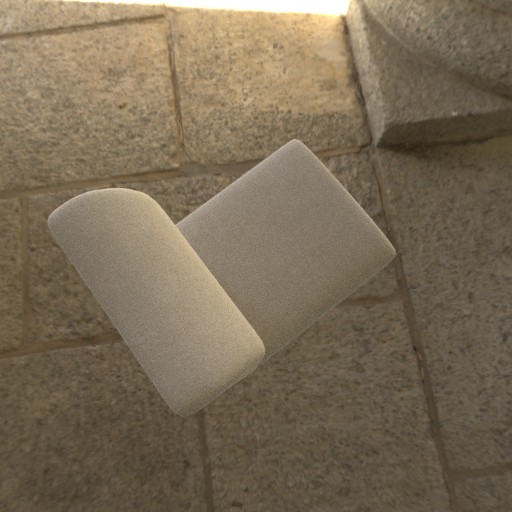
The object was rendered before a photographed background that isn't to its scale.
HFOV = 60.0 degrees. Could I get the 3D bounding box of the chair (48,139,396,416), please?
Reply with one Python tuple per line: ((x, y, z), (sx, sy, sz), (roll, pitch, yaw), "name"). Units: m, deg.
((0.000, 0.000, 1.331), (0.754, 0.833, 0.521), (-36, 78, -9), "chair")
